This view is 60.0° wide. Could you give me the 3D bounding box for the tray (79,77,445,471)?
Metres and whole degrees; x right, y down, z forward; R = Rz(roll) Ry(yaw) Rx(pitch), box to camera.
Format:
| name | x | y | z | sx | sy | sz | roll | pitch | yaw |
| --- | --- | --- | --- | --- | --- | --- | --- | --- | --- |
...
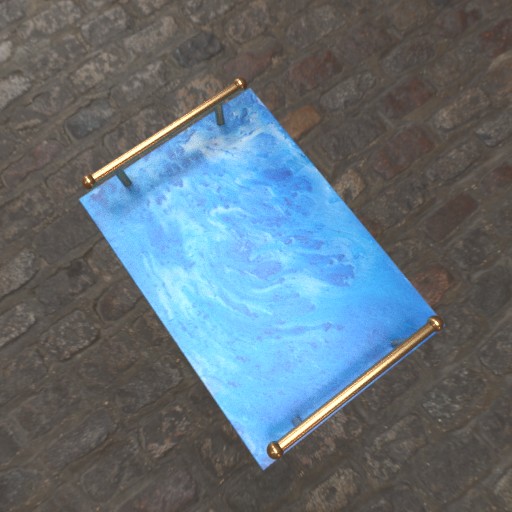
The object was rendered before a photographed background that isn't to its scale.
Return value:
| name | x | y | z | sx | sy | sz | roll | pitch | yaw |
| --- | --- | --- | --- | --- | --- | --- | --- | --- | --- |
| tray | 0.000 | 0.000 | 0.585 | 0.304 | 0.084 | 0.444 | -36 | 79 | -8 |
